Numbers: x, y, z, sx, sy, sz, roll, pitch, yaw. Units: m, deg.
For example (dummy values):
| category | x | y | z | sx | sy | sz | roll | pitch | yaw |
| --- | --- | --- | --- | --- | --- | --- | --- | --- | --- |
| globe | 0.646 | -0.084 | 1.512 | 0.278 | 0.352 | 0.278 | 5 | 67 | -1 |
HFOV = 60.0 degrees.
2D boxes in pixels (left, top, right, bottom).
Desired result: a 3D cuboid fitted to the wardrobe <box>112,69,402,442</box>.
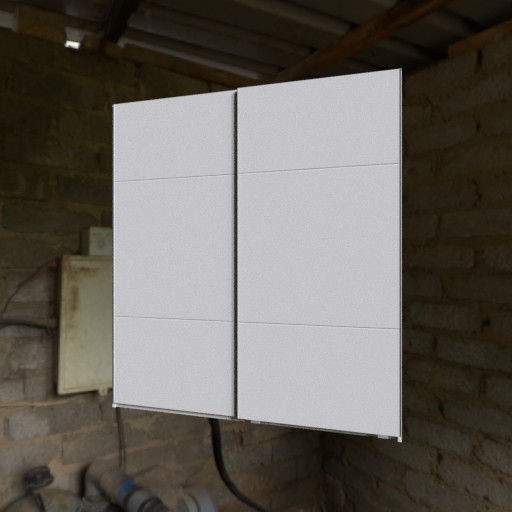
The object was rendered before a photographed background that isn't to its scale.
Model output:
| category | x | y | z | sx | sy | sz | roll | pitch | yaw |
| --- | --- | --- | --- | --- | --- | --- | --- | --- | --- |
| wardrobe | 0.000 | 0.000 | 2.867 | 1.780 | 1.960 | 0.629 | 0 | 0 | 17 |
